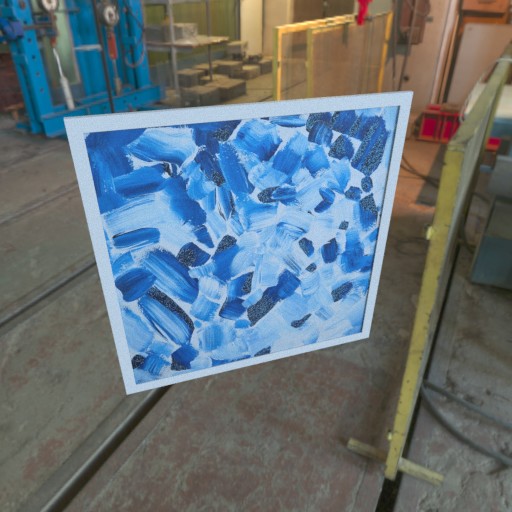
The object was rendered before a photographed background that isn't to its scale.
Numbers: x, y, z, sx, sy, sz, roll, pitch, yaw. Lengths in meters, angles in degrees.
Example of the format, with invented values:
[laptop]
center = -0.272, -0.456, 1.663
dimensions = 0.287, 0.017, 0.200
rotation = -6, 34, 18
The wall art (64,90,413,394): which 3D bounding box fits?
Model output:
[wall art]
center = 0.000, 0.000, 1.213
dimensions = 0.812, 0.812, 0.015
rotation = -10, 34, -15
